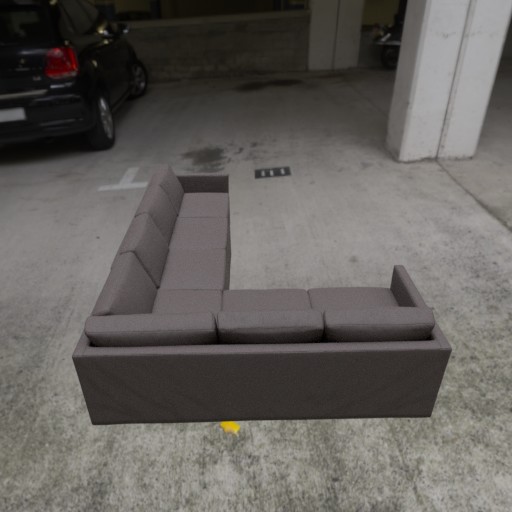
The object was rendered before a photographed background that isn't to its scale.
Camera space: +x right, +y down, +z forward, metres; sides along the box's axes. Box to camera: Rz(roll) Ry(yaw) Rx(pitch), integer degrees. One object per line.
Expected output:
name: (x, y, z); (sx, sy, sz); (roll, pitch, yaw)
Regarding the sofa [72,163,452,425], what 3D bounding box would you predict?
sofa: (0.000, 0.000, 4.268); (2.432, 0.871, 3.182); (-1, 31, -1)
